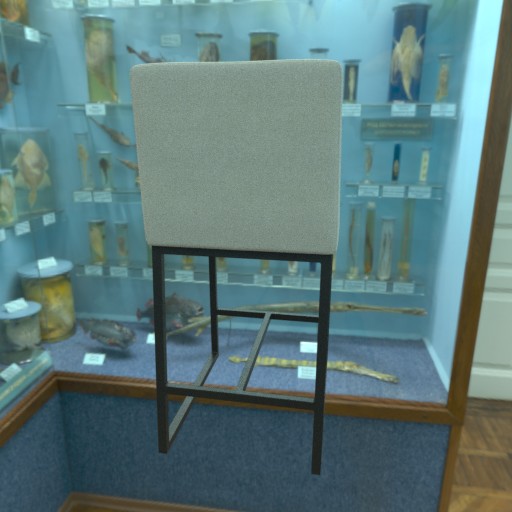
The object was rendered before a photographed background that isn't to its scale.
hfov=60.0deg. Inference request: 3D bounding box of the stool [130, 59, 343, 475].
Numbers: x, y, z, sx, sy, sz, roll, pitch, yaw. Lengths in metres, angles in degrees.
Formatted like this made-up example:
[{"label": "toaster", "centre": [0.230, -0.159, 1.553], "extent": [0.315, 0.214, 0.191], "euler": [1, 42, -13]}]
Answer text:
[{"label": "stool", "centre": [0.000, 0.000, 1.274], "extent": [0.459, 0.971, 0.567], "euler": [3, 17, 10]}]
